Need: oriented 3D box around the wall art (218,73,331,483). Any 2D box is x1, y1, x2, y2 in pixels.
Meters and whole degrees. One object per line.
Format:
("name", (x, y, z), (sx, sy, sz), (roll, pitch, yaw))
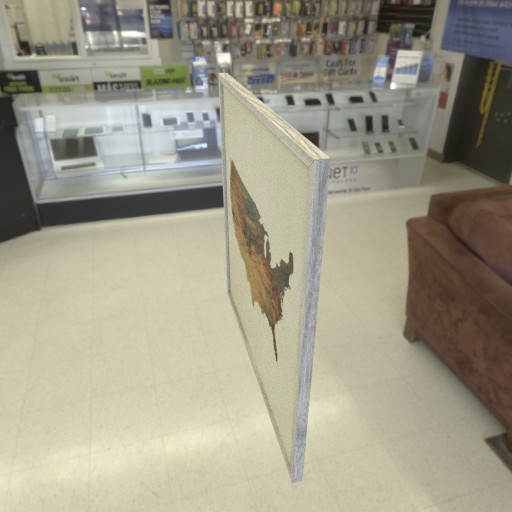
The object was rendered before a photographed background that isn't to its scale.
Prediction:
("wall art", (0.000, 0.000, 0.754), (0.016, 0.507, 0.508), (-8, 32, -12))
